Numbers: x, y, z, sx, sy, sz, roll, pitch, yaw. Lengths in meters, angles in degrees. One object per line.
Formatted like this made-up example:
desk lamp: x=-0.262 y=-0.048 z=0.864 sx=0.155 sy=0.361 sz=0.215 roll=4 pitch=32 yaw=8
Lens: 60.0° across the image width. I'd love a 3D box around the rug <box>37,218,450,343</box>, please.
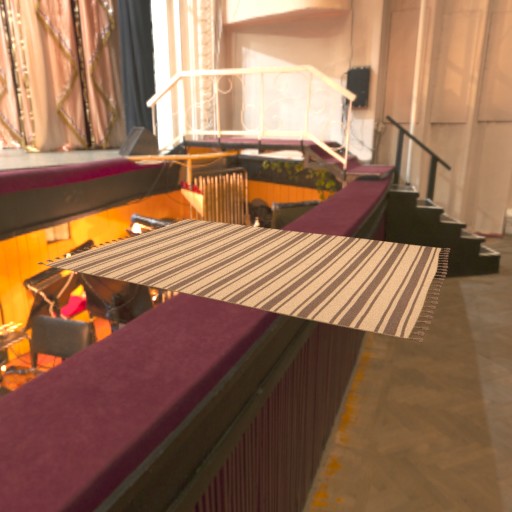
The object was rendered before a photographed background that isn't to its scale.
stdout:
rug: x=0.000 y=0.000 z=3.852 sx=3.040 sy=0.017 sz=2.030 roll=8 pitch=19 yaw=26
